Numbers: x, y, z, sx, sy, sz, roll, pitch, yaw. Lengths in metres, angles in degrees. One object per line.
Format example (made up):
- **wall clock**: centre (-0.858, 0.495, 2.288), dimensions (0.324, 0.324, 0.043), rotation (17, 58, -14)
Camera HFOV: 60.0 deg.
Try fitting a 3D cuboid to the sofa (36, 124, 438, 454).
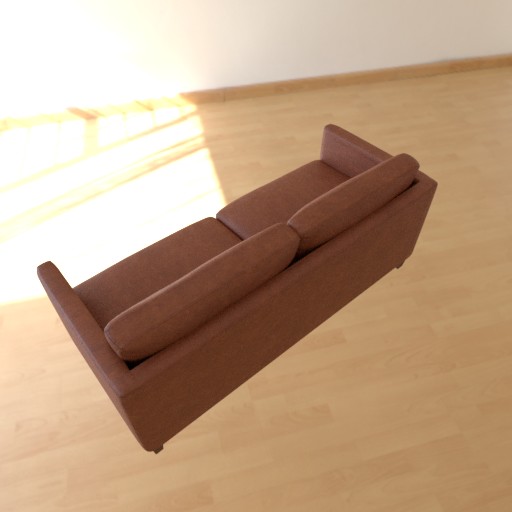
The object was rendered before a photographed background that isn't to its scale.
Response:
- **sofa**: centre (0.000, 0.000, 2.700), dimensions (2.204, 0.932, 0.950), rotation (-31, 54, -26)
